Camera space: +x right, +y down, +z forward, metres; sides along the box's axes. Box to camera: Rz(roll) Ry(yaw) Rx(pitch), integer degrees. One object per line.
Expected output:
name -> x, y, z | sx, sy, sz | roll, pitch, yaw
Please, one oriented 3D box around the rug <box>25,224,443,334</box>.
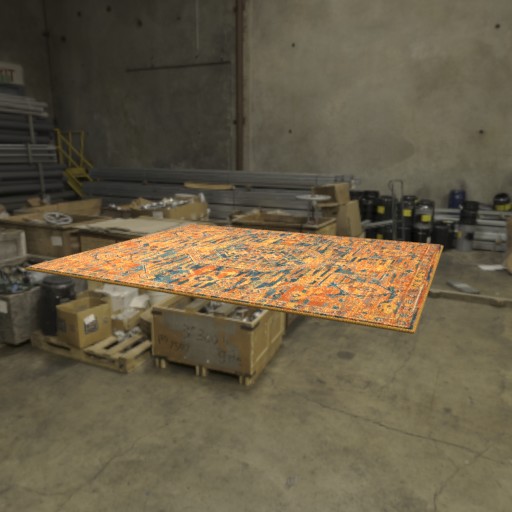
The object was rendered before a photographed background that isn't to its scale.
rug -> 0.000, 0.000, 4.059 | 3.040, 0.031, 2.435 | 6, 15, 25
